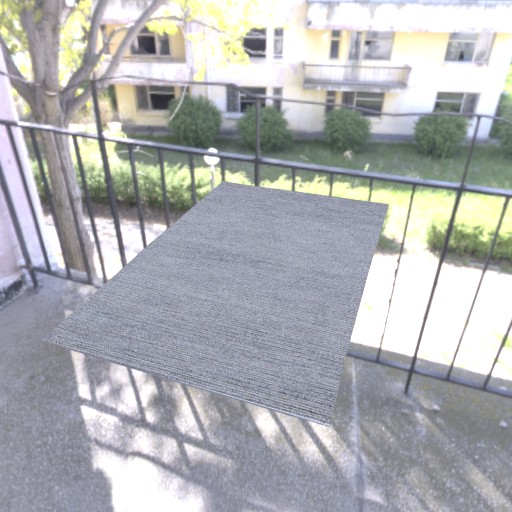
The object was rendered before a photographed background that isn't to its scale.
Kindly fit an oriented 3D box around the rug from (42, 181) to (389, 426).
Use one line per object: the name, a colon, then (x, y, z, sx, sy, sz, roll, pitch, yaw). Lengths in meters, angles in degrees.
rug: (0.000, 0.000, 2.293, 1.159, 0.021, 1.789, 11, 33, 17)
